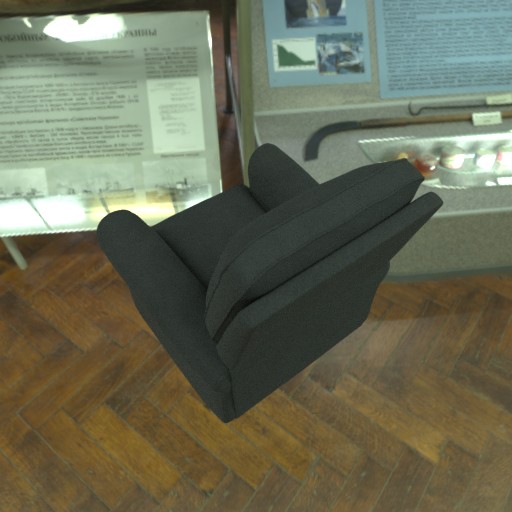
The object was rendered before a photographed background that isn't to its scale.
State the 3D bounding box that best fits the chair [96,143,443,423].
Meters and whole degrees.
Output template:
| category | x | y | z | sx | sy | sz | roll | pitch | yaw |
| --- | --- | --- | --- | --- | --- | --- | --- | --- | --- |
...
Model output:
| category | x | y | z | sx | sy | sz | roll | pitch | yaw |
| --- | --- | --- | --- | --- | --- | --- | --- | --- | --- |
| chair | 0.000 | 0.000 | 1.652 | 0.890 | 0.961 | 0.878 | -30 | 54 | -24 |
